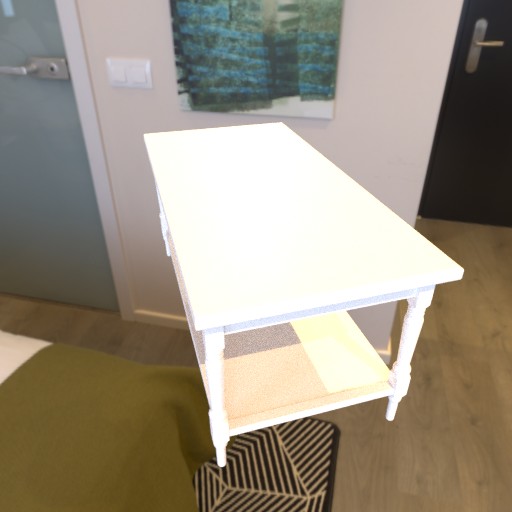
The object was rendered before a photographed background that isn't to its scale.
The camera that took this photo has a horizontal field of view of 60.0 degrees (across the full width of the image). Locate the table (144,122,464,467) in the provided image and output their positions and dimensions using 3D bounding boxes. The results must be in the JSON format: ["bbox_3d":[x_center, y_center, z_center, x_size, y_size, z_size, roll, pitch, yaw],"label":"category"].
[{"bbox_3d":[0.000,0.000,1.412,0.550,0.510,1.107,-9,33,-14],"label":"table"}]
